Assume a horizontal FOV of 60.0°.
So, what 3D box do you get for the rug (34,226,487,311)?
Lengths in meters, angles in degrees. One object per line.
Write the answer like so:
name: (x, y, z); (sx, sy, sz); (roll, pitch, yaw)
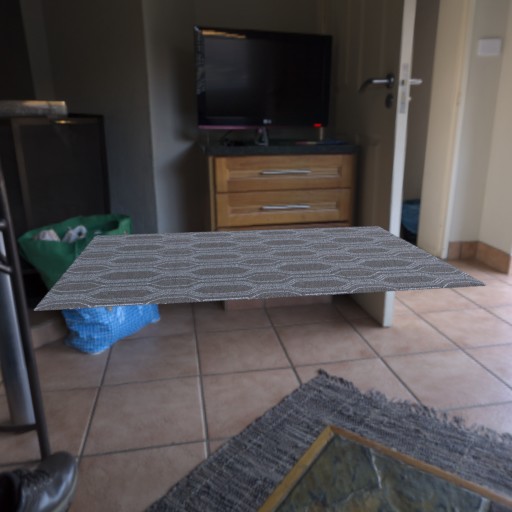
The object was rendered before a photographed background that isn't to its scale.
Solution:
rug: (0.000, 0.000, 3.096); (2.457, 0.012, 1.541); (-2, 17, -8)
